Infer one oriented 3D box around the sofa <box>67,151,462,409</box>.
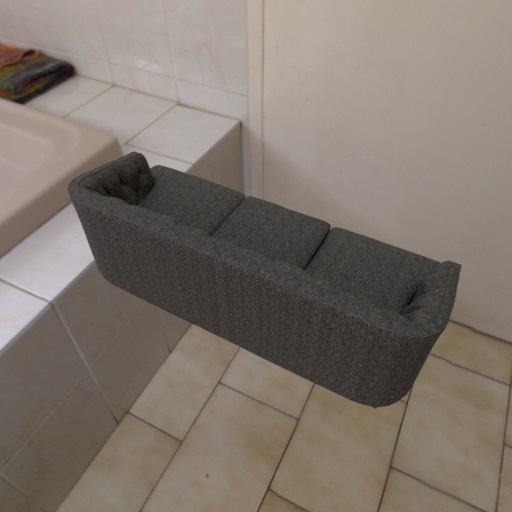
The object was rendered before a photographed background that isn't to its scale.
[{"bbox_3d":[0.000,0.000,2.782,2.278,0.855,0.941,22,50,20],"label":"sofa"}]
